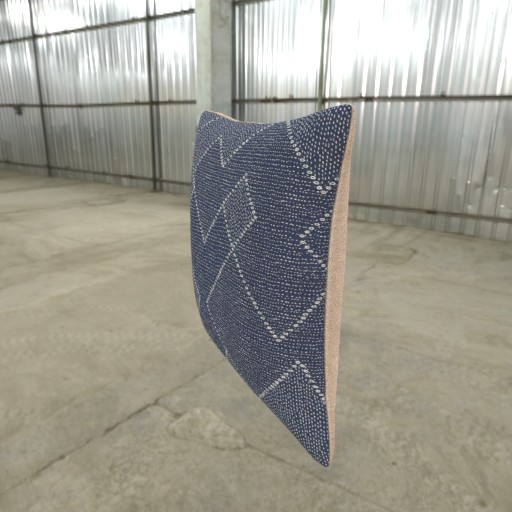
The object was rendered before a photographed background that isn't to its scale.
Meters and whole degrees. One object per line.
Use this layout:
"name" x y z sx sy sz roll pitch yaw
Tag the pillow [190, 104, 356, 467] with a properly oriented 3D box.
"pillow" 0.000 0.000 0.675 0.148 0.428 0.435 -8 19 -24
